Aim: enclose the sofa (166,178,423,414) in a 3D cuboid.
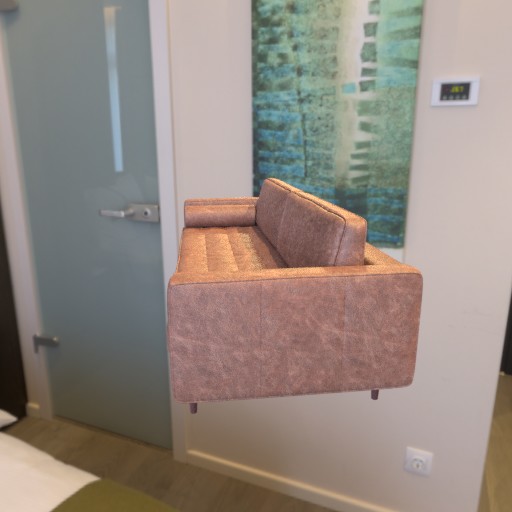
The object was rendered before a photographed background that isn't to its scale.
[{"bbox_3d":[0.000,0.000,2.582,0.914,0.762,2.210,-2,15,-7],"label":"sofa"}]
